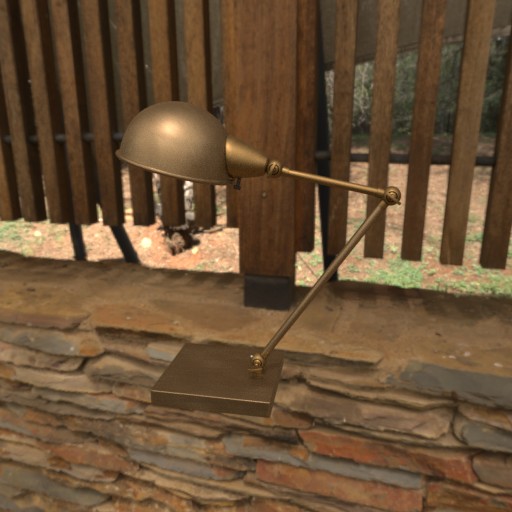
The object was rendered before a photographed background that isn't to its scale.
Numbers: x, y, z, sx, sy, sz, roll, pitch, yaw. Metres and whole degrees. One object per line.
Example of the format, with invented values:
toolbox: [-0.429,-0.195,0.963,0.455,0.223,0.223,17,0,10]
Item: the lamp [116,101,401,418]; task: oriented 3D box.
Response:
lamp: [0.000,0.000,0.558,0.339,0.371,0.149,3,15,10]
